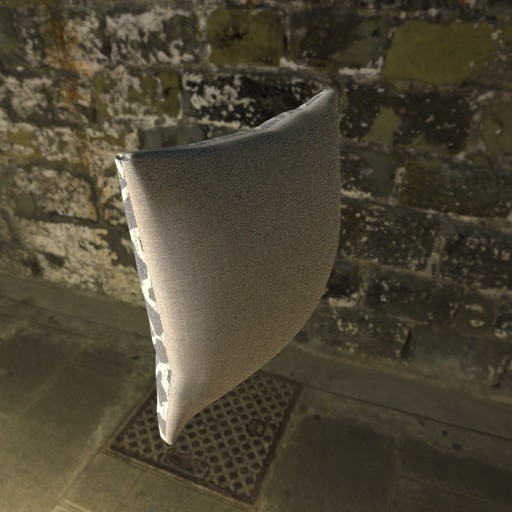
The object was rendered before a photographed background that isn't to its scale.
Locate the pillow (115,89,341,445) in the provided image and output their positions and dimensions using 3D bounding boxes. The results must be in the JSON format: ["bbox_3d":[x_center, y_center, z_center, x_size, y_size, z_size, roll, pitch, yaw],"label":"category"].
[{"bbox_3d":[0.000,0.000,0.786,0.215,0.498,0.508,20,36,30],"label":"pillow"}]
